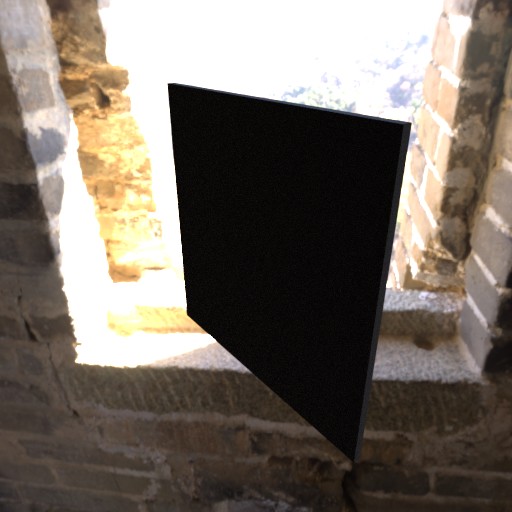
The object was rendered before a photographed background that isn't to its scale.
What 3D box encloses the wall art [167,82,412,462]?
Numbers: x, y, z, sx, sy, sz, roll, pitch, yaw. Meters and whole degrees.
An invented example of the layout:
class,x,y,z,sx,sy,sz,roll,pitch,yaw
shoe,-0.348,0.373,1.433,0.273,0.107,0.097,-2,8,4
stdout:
class,x,y,z,sx,sy,sz,roll,pitch,yaw
wall art,0.000,0.000,0.675,0.013,0.458,0.456,-20,33,-33
